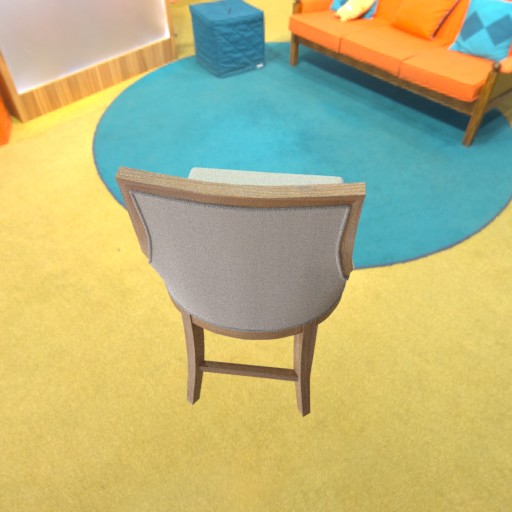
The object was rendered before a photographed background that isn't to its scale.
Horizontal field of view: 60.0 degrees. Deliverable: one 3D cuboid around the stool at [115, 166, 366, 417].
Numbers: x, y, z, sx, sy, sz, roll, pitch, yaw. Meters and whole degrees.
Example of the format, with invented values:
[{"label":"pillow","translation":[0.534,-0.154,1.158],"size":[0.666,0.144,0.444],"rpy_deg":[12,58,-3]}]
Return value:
[{"label":"stool","translation":[0.000,0.000,1.288],"size":[0.524,0.938,0.626],"rpy_deg":[5,46,4]}]
